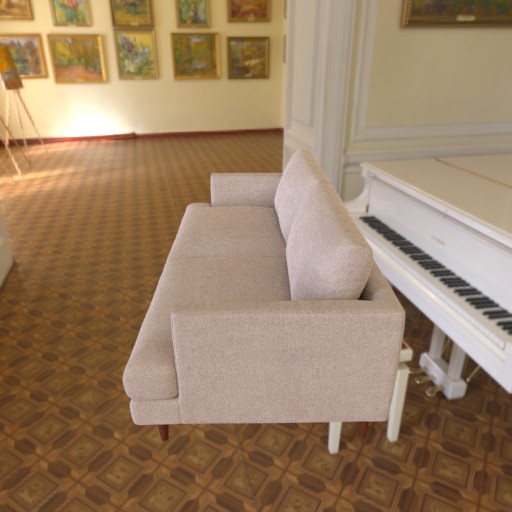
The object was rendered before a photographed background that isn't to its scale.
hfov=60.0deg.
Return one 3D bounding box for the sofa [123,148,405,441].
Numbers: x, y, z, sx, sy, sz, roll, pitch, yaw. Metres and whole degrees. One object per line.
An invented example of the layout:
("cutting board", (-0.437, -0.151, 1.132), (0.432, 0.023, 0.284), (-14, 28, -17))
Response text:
("sofa", (0.000, 0.000, 2.487), (1.020, 0.868, 1.948), (0, 25, -1))
